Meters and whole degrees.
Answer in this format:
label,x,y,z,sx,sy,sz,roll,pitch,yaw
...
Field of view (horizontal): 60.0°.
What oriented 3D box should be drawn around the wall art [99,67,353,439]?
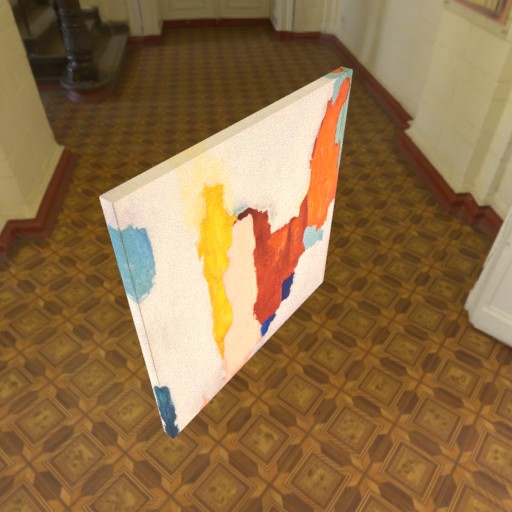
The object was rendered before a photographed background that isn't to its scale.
label,x,y,z,sx,sy,sz,roll,pitch,yaw
wall art,0.000,0.000,1.247,0.037,0.814,0.814,27,48,28
